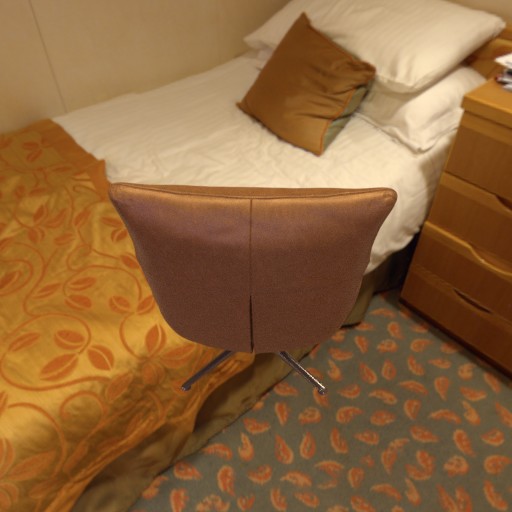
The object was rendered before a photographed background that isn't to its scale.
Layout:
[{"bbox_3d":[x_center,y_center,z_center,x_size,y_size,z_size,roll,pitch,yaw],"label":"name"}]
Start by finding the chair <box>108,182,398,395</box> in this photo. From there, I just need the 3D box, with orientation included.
[{"bbox_3d":[0.000,0.000,1.508,0.711,1.027,0.794,1,45,1],"label":"chair"}]
